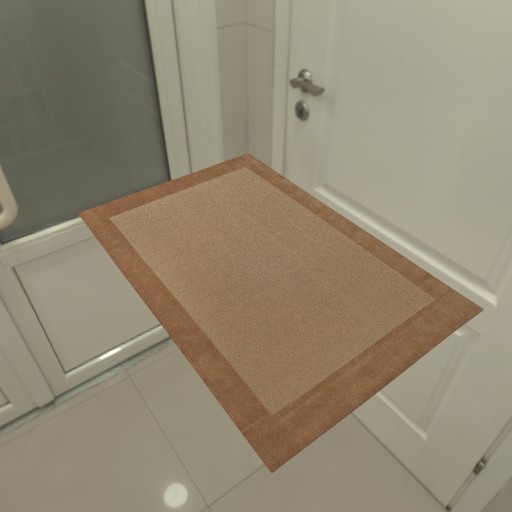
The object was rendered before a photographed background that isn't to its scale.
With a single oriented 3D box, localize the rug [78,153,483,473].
[{"bbox_3d":[0.000,0.000,2.294,1.219,0.014,1.829,-26,47,-27],"label":"rug"}]
